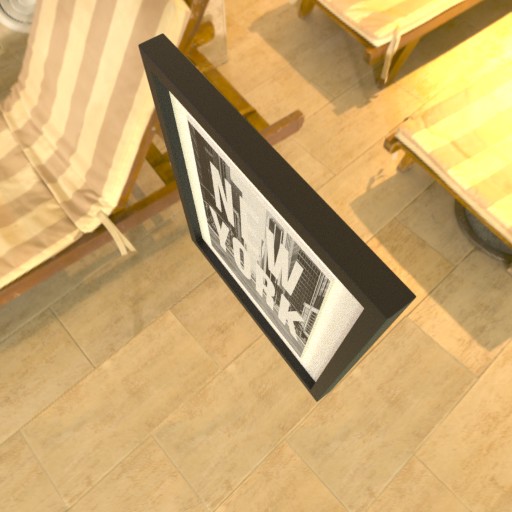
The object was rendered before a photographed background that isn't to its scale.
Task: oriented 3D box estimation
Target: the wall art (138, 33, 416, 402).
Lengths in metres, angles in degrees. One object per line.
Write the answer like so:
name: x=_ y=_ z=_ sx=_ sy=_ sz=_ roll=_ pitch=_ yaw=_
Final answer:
wall art: x=0.000 y=0.000 z=0.524 sx=0.028 sy=0.381 sz=0.328 roll=-34 pitch=69 yaw=-15
